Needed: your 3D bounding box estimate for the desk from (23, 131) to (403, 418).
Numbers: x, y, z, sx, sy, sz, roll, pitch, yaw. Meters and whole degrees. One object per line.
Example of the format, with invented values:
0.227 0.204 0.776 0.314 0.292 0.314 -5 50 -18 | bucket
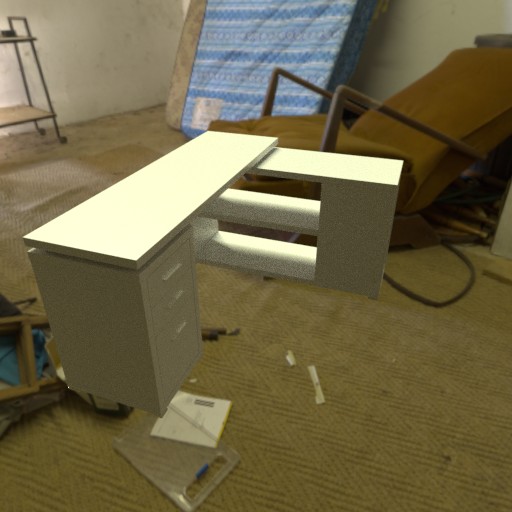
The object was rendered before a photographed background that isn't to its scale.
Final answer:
0.000 0.000 2.194 1.200 0.753 1.524 10 32 17 | desk
